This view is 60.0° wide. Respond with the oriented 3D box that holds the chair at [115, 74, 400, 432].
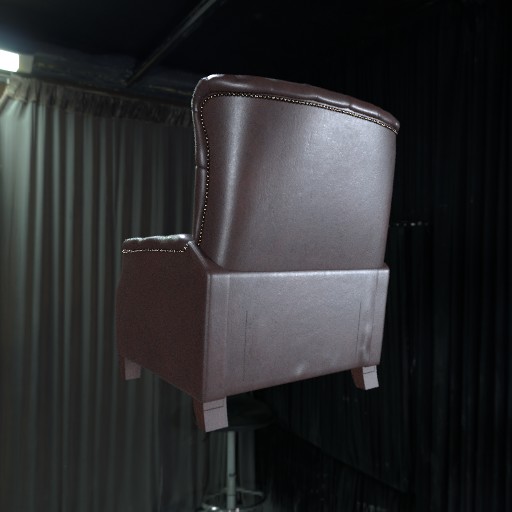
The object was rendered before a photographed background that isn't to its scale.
[{"bbox_3d":[0.000,0.000,1.477,0.709,0.864,0.823,0,0,-36],"label":"chair"}]
